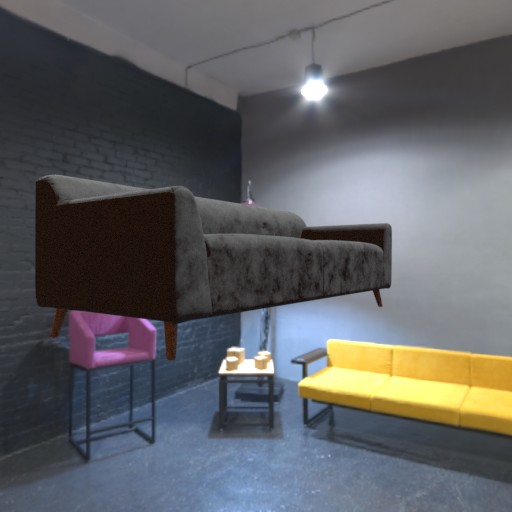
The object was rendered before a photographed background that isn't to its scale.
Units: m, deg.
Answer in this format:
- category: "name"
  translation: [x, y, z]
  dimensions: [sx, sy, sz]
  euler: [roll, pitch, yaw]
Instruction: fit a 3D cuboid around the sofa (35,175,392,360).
- category: "sofa"
  translation: [0.000, 0.000, 2.621]
  dimensions: [0.900, 0.740, 2.190]
  euler: [0, 0, 36]
